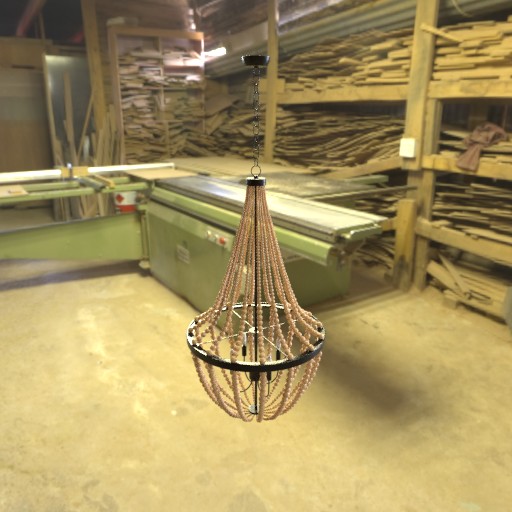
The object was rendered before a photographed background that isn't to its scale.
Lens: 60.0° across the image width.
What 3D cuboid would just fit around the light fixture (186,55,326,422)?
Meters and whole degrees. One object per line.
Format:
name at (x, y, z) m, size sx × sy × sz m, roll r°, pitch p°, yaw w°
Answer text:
light fixture at (0.000, 0.000, 1.374) m, size 0.450 × 1.133 × 0.450 m, roll 0°, pitch 17°, yaw 0°
